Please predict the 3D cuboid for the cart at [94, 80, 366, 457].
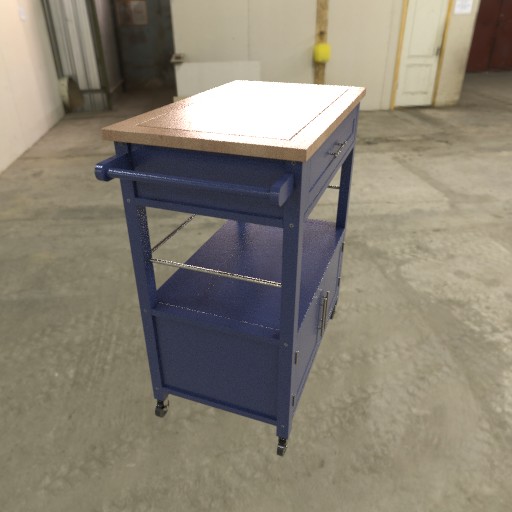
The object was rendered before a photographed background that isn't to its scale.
[{"bbox_3d":[0.000,0.000,1.385,0.459,0.901,0.840,10,31,18],"label":"cart"}]
